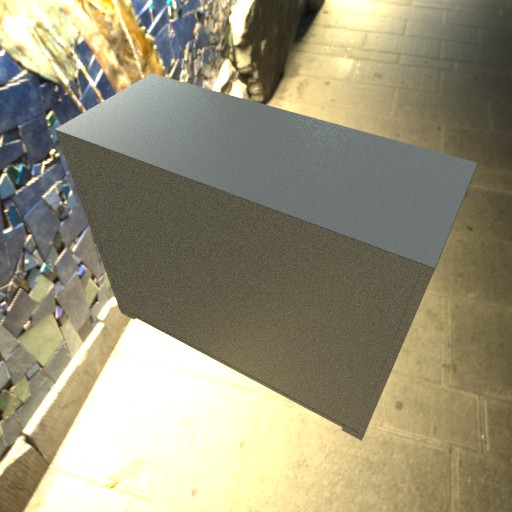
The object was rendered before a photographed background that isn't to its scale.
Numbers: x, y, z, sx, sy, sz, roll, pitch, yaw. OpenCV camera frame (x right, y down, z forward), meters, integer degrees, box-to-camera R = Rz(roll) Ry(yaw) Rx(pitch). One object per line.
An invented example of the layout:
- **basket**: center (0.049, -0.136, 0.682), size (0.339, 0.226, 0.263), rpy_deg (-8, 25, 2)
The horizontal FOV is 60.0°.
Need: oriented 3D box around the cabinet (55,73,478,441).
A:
- **cabinet**: center (0.000, 0.000, 1.404), size (1.000, 0.800, 0.400), rpy_deg (23, 50, 20)
